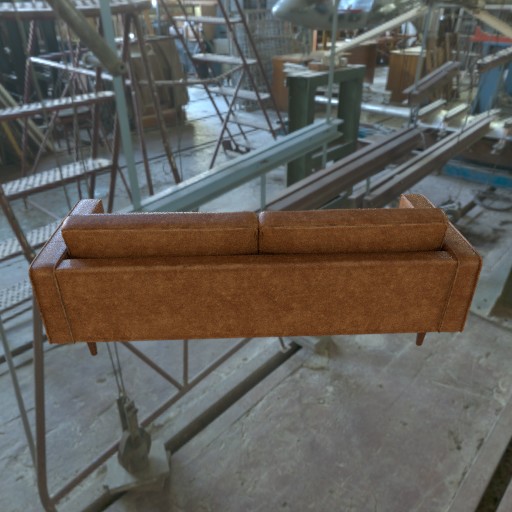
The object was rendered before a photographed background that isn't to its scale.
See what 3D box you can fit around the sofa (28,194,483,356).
[{"bbox_3d":[0.000,0.000,2.555,2.199,0.779,0.886,-1,31,-2],"label":"sofa"}]
